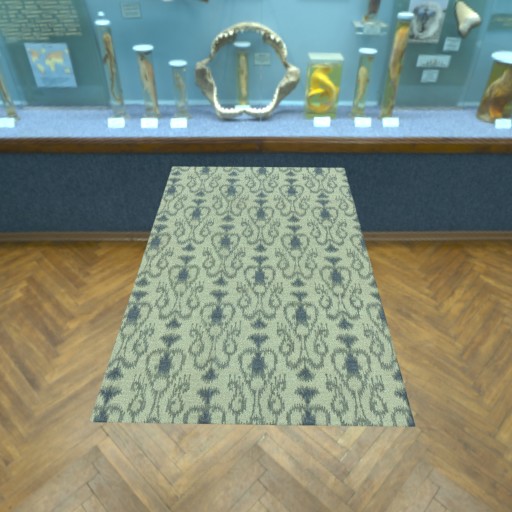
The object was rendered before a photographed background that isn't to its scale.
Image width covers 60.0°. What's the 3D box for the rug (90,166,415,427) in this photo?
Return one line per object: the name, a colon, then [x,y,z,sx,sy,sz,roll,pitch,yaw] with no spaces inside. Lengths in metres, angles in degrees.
rug: [0.000,0.000,2.034,1.035,0.006,1.652,1,40,1]
